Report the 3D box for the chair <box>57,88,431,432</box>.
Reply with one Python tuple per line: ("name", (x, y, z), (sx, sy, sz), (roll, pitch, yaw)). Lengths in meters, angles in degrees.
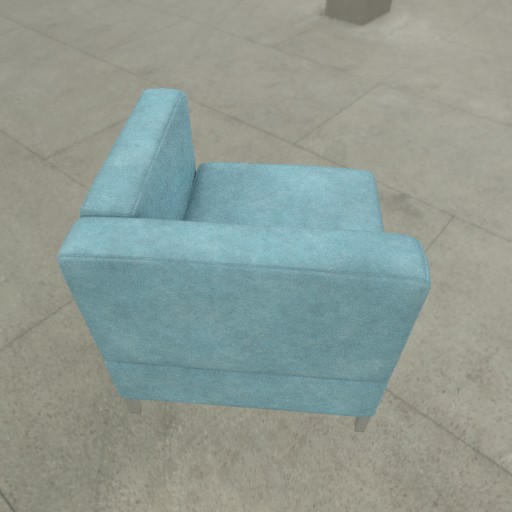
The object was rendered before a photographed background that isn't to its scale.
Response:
("chair", (0.000, 0.000, 1.212), (0.691, 0.660, 0.684), (3, 47, 3))
